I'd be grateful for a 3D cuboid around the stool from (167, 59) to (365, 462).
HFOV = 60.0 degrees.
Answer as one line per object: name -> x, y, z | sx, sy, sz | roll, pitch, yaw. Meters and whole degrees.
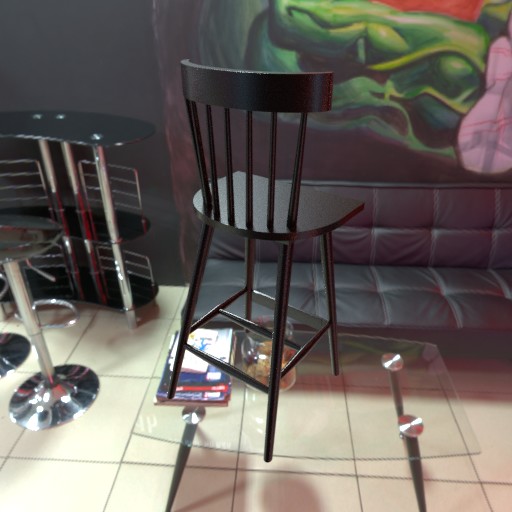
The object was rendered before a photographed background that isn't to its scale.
stool -> 0.000, 0.000, 1.369 | 0.482, 1.092, 0.483 | 20, 35, 31
